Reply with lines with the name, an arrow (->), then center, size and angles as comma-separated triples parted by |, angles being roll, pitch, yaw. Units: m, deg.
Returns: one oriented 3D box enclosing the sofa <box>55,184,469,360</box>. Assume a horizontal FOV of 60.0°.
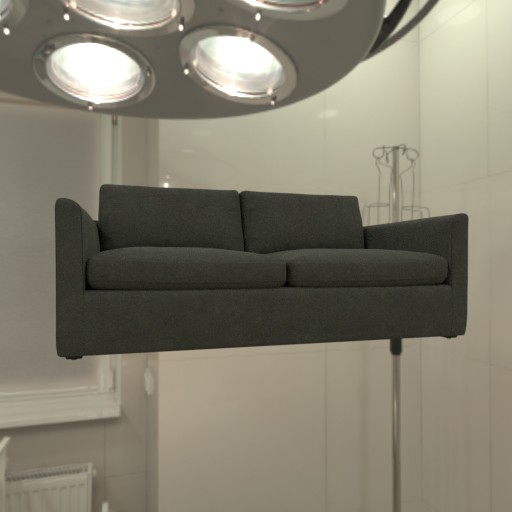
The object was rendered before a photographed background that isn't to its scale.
sofa -> 0.000, 0.000, 2.457 | 1.909, 0.845, 1.091 | 0, -1, -16
